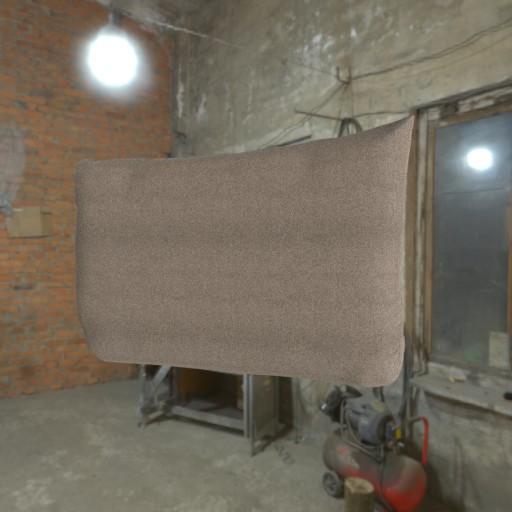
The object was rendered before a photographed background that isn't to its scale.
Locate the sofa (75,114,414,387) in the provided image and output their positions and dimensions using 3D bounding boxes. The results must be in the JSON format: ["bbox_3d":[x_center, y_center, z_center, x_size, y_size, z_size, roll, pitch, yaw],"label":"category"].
[{"bbox_3d":[0.000,0.000,1.724,1.144,0.795,0.847,0,1,19],"label":"sofa"}]
